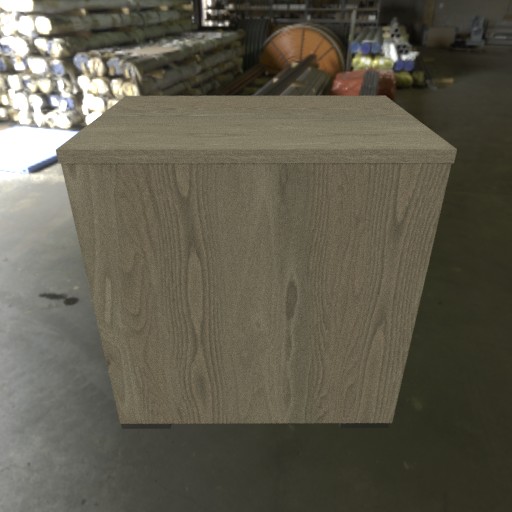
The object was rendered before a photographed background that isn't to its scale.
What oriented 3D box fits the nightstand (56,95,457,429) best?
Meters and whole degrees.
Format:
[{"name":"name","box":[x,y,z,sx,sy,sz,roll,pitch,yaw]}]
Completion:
[{"name":"nightstand","box":[0.000,0.000,0.744,0.442,0.461,0.325,0,30,0]}]
